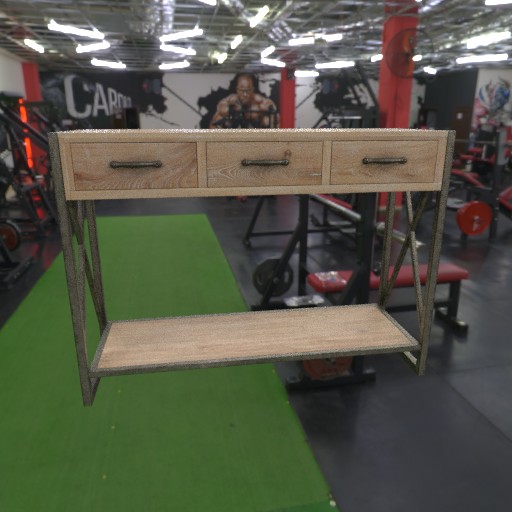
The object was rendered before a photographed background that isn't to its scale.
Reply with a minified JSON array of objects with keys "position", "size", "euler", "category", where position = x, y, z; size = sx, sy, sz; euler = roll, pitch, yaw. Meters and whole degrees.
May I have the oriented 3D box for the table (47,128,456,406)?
[{"position":[0.000,0.000,1.398],"size":[1.059,0.763,0.361],"euler":[-3,17,-9],"category":"table"}]
